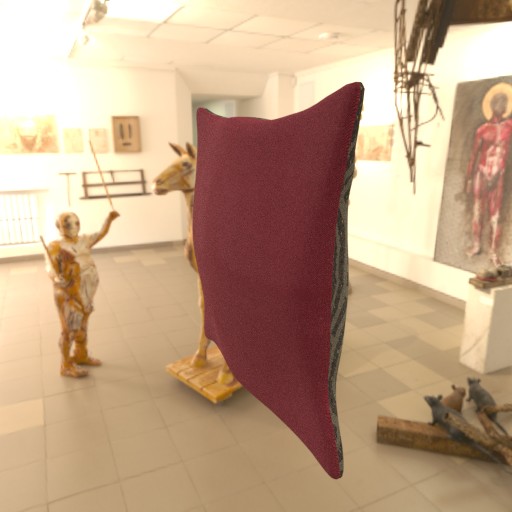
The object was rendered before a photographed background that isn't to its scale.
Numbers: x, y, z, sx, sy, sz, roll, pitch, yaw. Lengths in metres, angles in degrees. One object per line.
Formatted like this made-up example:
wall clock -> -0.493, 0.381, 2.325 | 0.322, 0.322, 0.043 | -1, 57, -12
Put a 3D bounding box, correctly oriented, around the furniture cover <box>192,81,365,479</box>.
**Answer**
furniture cover -> 0.000, 0.000, 0.760 | 0.163, 0.513, 0.514 | -7, 16, -25
